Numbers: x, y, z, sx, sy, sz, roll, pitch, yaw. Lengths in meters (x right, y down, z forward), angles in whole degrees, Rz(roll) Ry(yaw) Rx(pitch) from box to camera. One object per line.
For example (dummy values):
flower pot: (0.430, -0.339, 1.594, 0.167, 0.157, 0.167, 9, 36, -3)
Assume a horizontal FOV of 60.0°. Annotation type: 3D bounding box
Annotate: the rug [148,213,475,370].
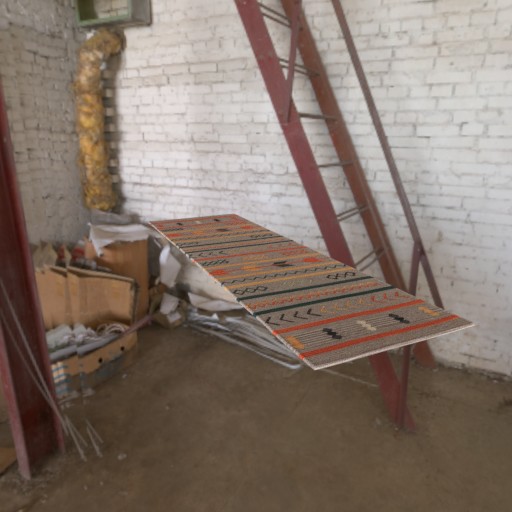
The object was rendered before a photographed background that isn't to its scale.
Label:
rug: (0.000, 0.000, 2.606, 0.744, 0.022, 2.419, -8, 18, -24)
